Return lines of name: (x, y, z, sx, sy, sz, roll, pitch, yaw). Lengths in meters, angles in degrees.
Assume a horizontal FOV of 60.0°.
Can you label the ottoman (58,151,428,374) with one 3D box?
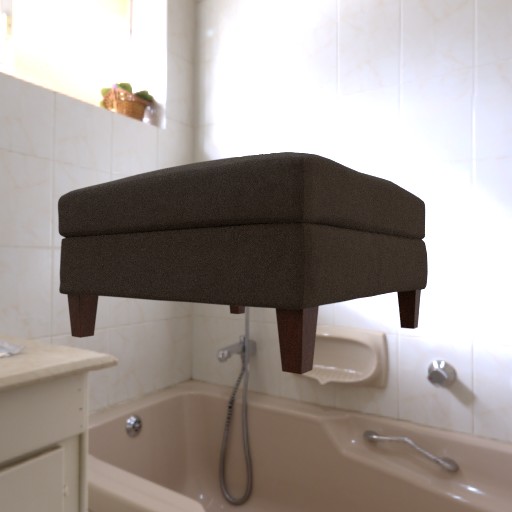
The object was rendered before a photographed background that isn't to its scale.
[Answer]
ottoman: (0.000, 0.000, 1.420, 0.861, 0.482, 0.881, -1, -1, 36)
